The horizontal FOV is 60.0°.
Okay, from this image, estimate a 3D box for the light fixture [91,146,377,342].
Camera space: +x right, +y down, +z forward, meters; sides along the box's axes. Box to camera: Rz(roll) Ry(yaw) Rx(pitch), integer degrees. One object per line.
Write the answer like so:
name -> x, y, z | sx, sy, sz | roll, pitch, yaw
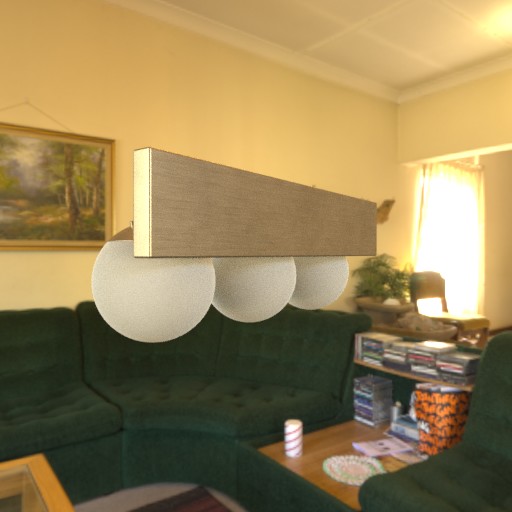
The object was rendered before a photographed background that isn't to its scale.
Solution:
light fixture -> 0.000, 0.000, 0.877 | 0.218, 0.263, 0.721 | 0, 0, 36
